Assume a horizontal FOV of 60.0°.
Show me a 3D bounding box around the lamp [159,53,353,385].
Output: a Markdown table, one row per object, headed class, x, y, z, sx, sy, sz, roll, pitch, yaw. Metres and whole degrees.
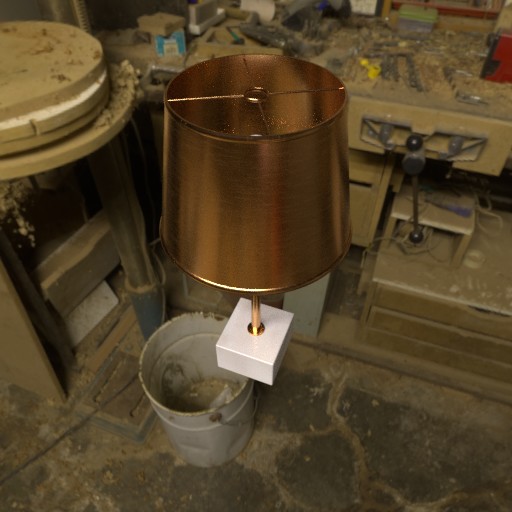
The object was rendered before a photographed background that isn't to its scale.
| class | x | y | z | sx | sy | sz | roll | pitch | yaw |
| --- | --- | --- | --- | --- | --- | --- | --- | --- | --- |
| lamp | 0.000 | 0.000 | 0.523 | 0.208 | 0.406 | 0.208 | 0 | 46 | 0 |
